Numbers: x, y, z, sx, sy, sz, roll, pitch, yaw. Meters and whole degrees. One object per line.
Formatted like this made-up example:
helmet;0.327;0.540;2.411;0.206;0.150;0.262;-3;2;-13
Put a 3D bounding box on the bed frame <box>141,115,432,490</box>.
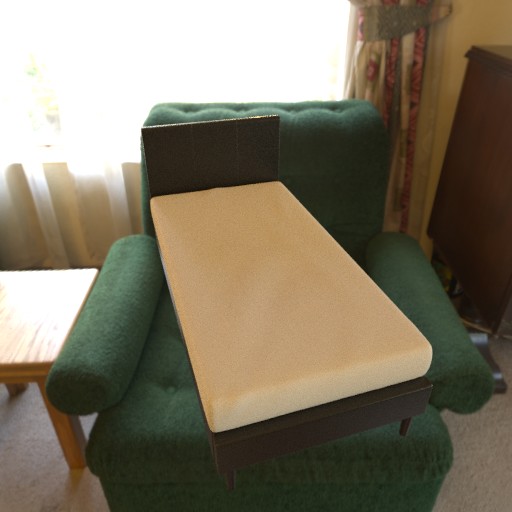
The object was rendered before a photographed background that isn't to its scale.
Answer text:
bed frame;0.000;0.000;2.495;1.038;1.046;2.152;-10;34;-15
